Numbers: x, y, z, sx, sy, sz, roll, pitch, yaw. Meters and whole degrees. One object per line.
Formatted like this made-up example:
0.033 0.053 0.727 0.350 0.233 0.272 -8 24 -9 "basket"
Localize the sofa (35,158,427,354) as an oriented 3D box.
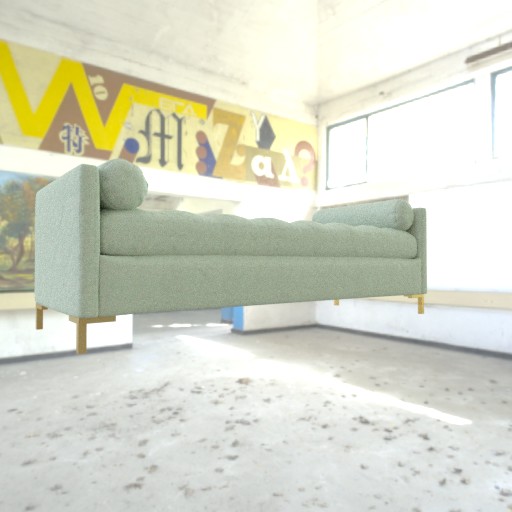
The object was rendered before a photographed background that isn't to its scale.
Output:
0.000 0.000 2.433 2.102 0.705 0.796 1 -1 -37 "sofa"
